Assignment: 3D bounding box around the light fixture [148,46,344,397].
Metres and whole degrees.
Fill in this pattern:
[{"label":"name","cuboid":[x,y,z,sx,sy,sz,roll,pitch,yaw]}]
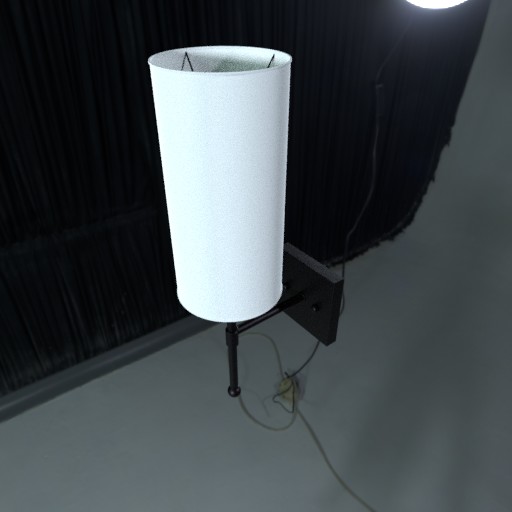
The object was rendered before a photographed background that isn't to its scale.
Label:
[{"label":"light fixture","cuboid":[0.000,0.000,0.547,0.208,0.462,0.128,-23,40,-30]}]
